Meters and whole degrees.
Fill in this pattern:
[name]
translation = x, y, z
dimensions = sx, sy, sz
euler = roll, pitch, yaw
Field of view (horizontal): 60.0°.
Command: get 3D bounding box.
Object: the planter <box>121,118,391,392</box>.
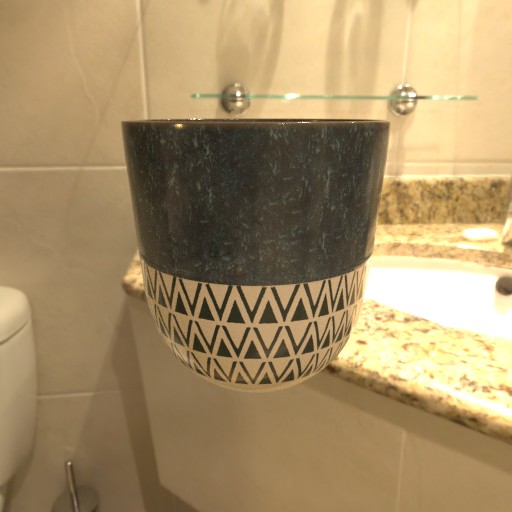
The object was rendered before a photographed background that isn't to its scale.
[planter]
translation = 0.000, 0.000, 0.365
dimensions = 0.195, 0.214, 0.195
euler = 0, 18, 0
